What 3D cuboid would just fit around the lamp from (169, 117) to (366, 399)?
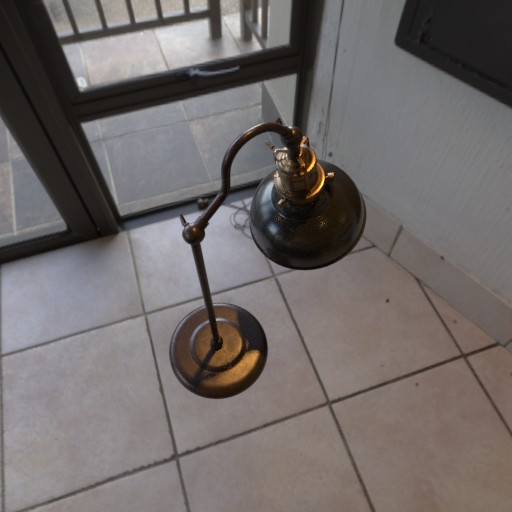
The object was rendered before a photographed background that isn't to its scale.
[{"bbox_3d":[0.000,0.000,0.679,0.374,0.508,0.192,-33,63,-19],"label":"lamp"}]
